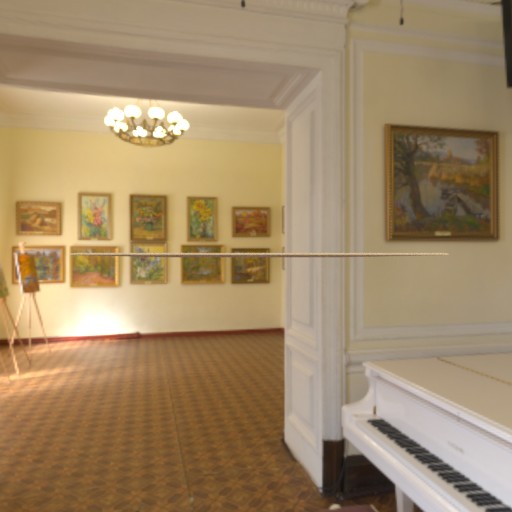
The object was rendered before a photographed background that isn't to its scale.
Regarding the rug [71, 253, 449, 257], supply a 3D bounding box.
[{"bbox_3d":[0.000,0.000,2.904,1.522,0.008,2.284,0,0,-1],"label":"rug"}]
